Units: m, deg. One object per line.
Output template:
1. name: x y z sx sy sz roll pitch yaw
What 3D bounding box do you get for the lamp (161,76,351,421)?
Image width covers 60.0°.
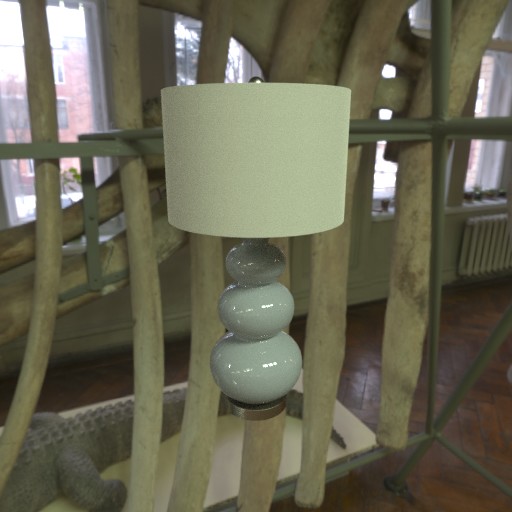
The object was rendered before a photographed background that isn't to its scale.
1. lamp: 0.000 0.000 0.968 0.367 0.730 0.367 -8 18 -25
